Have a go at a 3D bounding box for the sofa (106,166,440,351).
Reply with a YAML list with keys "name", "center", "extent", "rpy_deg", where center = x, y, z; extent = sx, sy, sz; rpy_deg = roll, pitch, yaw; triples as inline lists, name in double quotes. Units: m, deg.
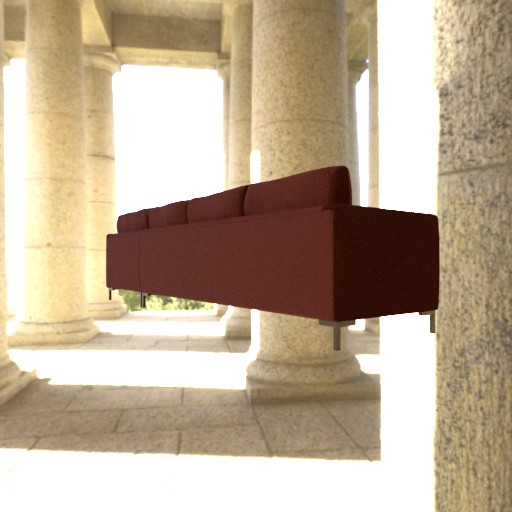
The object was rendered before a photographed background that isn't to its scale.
- name: "sofa"
  center: [0.000, 0.000, 3.372]
  extent: [1.350, 0.810, 2.932]
  rpy_deg: [0, -1, -37]
